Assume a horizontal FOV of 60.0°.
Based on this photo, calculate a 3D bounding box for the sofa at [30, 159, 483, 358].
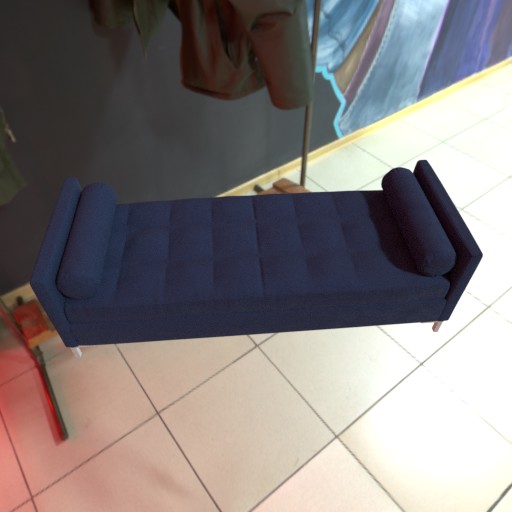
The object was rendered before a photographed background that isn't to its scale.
[{"bbox_3d":[0.000,0.000,2.500,2.102,0.657,0.797,-3,47,-3],"label":"sofa"}]
